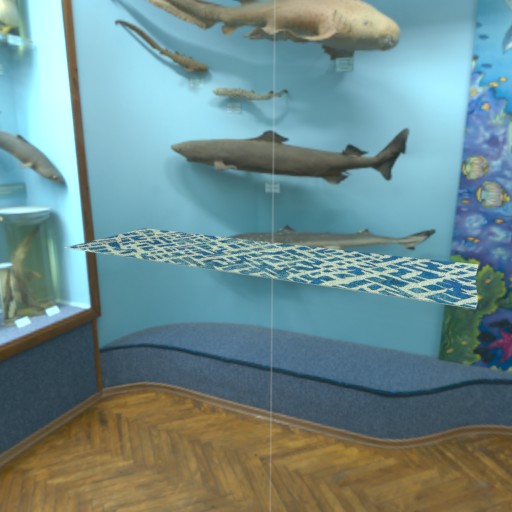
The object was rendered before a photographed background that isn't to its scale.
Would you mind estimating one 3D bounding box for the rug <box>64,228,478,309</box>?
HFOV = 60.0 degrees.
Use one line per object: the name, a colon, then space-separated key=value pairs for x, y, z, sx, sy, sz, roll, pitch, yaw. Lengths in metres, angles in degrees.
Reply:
rug: x=0.000 y=0.000 z=2.705 sx=2.446 sy=0.011 sz=0.768 roll=7 pitch=16 yaw=26
